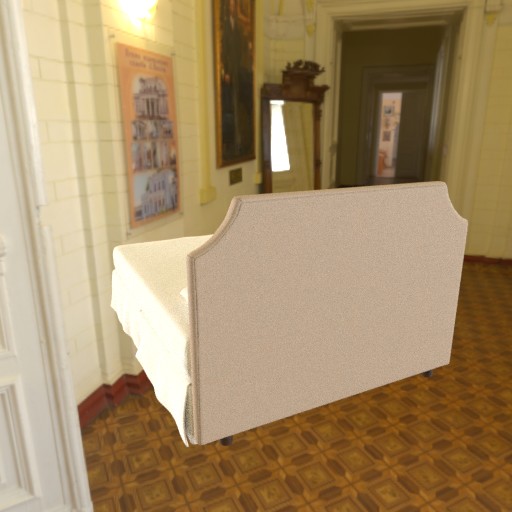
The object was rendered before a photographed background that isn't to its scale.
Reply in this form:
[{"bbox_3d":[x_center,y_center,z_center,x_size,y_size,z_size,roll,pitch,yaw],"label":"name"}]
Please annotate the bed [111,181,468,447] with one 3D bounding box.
[{"bbox_3d":[0.000,0.000,4.174,2.350,1.590,2.773,-8,18,-26],"label":"bed"}]
